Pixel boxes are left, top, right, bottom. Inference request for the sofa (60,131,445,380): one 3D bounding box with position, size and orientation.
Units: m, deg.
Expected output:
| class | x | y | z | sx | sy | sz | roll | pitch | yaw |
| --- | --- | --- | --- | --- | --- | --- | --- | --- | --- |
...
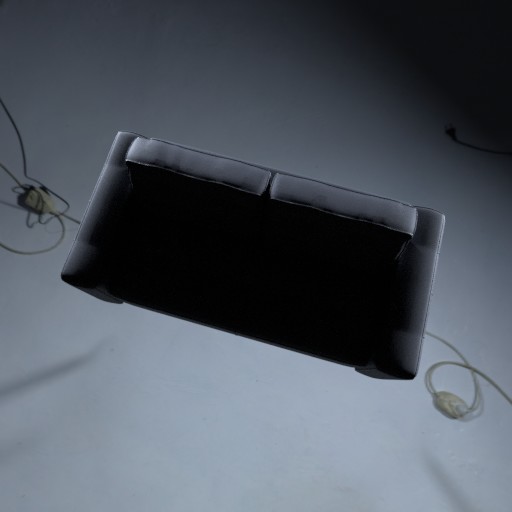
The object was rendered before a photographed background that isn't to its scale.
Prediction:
| class | x | y | z | sx | sy | sz | roll | pitch | yaw |
| --- | --- | --- | --- | --- | --- | --- | --- | --- | --- |
| sofa | 0.000 | 0.000 | 2.287 | 1.726 | 0.893 | 0.833 | 15 | 75 | 4 |
